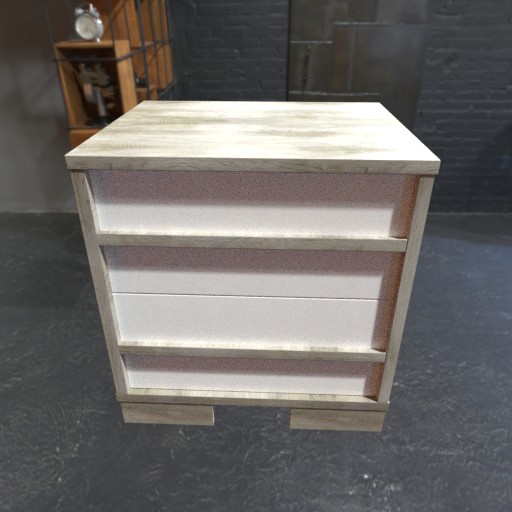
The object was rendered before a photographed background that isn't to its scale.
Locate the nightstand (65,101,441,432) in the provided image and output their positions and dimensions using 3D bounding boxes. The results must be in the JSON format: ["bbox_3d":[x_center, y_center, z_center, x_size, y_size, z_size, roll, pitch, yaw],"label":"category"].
[{"bbox_3d":[0.000,0.000,0.761,0.427,0.448,0.347,1,29,2],"label":"nightstand"}]
